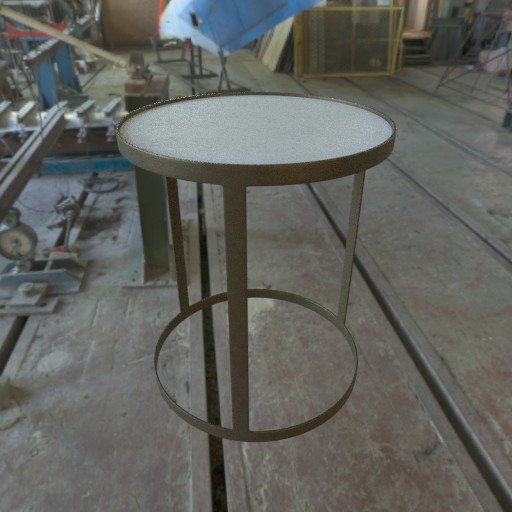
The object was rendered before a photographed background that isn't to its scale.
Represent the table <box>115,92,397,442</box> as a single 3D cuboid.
[{"bbox_3d":[0.000,0.000,0.929,0.480,0.565,0.480,0,31,0],"label":"table"}]
